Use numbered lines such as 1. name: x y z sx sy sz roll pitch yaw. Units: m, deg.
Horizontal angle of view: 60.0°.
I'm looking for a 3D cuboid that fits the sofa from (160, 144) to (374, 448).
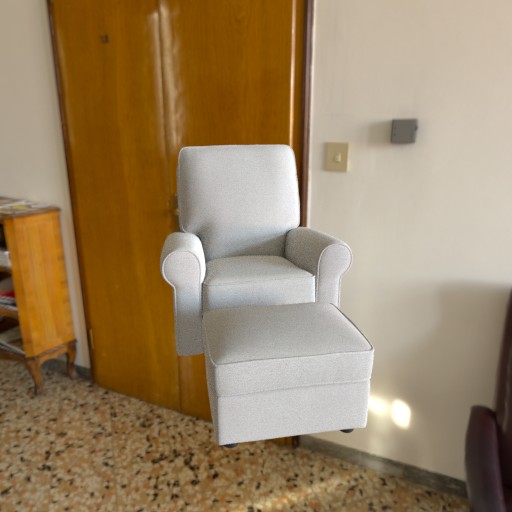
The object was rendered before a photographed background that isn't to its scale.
1. sofa: 0.000 0.000 2.074 0.880 0.959 1.478 -3 17 -10
